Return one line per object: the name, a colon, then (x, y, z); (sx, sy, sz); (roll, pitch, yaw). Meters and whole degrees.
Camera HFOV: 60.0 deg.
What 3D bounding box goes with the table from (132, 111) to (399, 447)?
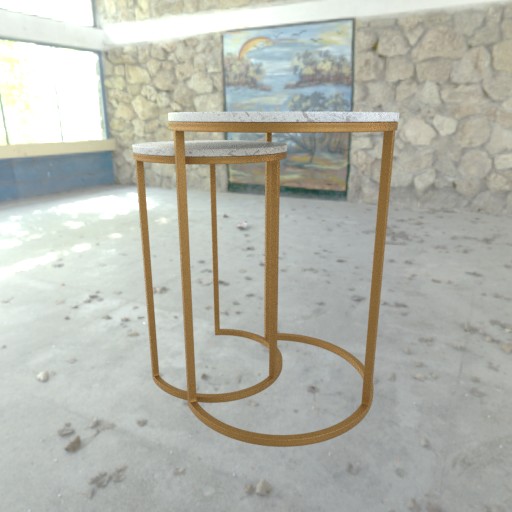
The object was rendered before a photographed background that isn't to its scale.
table: (0.000, 0.000, 0.898); (0.507, 0.550, 0.400); (9, 20, 27)
